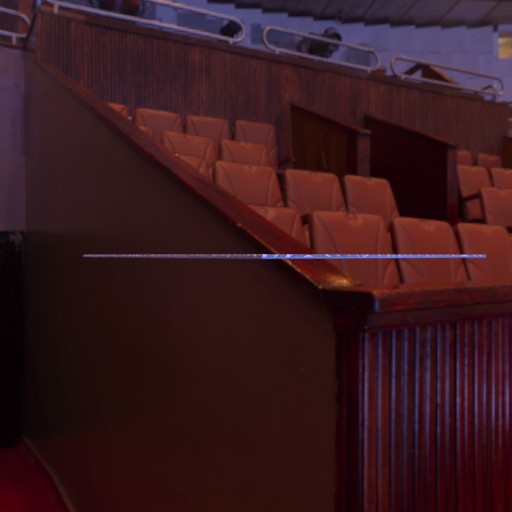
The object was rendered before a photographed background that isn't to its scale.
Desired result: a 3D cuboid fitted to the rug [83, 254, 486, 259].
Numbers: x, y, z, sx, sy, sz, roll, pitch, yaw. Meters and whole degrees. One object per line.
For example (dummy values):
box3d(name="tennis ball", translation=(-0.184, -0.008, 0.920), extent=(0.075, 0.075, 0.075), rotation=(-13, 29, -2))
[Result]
box3d(name="rug", translation=(0.000, 0.000, 2.823), extent=(1.543, 0.015, 2.144), rotation=(0, 0, -37))
